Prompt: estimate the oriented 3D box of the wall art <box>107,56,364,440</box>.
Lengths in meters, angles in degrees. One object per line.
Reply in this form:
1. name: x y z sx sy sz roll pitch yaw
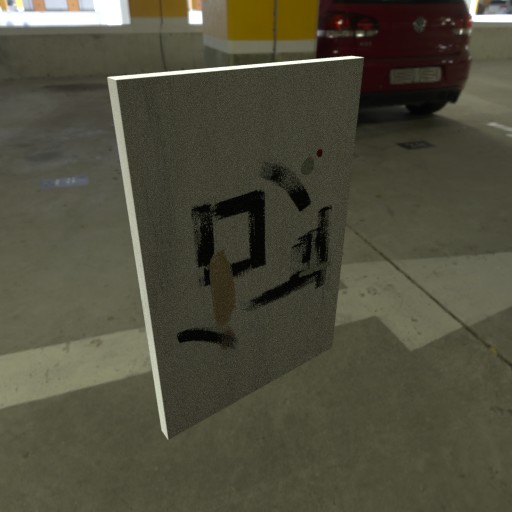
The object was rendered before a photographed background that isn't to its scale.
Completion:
1. wall art: 0.000 0.000 1.151 0.624 0.914 0.043 -20 35 -31
